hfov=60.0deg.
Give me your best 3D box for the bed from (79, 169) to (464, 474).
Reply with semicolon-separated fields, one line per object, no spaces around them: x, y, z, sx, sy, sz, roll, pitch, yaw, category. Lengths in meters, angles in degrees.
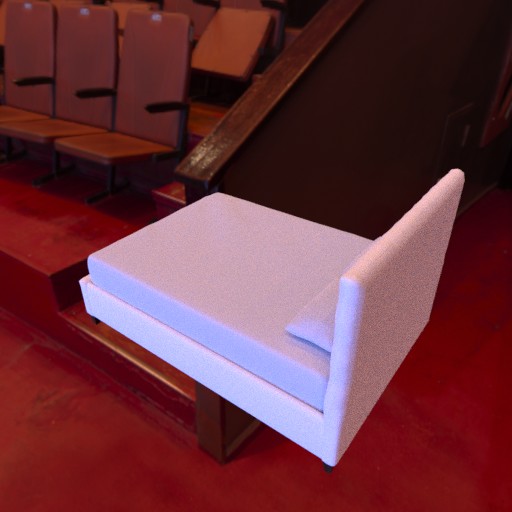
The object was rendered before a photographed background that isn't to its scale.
0.000;0.000;3.444;2.387;1.427;1.698;21;38;31;bed
